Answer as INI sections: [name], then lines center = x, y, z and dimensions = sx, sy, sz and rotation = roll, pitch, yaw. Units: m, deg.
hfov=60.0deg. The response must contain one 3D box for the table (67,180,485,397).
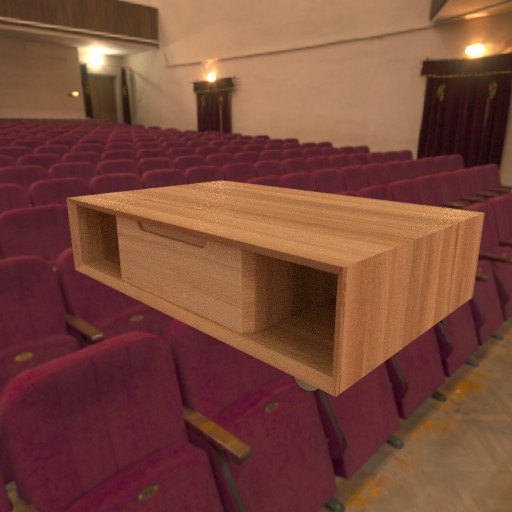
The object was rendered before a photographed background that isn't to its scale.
[table]
center = 0.000, 0.000, 1.411
dimensions = 1.100, 0.330, 0.700
rotation = 15, 22, 42
